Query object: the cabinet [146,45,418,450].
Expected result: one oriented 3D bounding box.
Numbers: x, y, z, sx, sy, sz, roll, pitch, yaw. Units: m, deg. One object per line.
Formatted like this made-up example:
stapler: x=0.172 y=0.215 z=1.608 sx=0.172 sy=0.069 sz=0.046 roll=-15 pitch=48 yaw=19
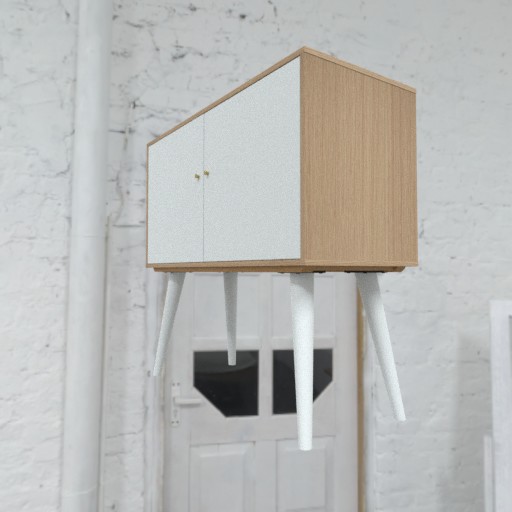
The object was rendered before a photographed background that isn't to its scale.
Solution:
cabinet: x=0.000 y=0.000 z=1.651 sx=0.470 sy=1.016 sz=1.057 roll=1 pitch=-2 yaw=-35
